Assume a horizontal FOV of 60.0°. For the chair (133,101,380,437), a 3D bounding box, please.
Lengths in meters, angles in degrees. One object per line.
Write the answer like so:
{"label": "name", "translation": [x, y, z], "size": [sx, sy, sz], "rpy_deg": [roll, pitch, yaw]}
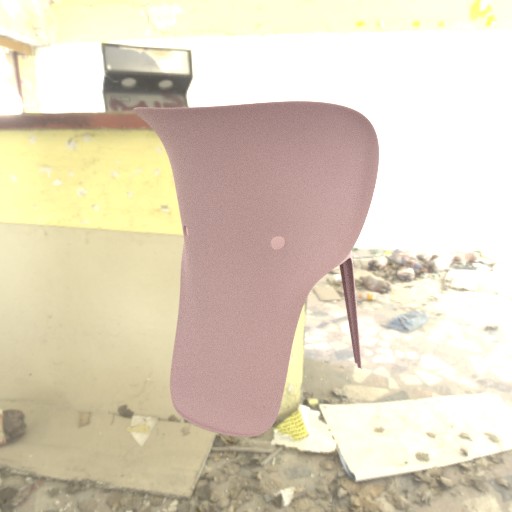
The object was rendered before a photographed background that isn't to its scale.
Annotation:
{"label": "chair", "translation": [0.000, 0.000, 0.885], "size": [0.451, 0.554, 0.402], "rpy_deg": [8, 17, 27]}
